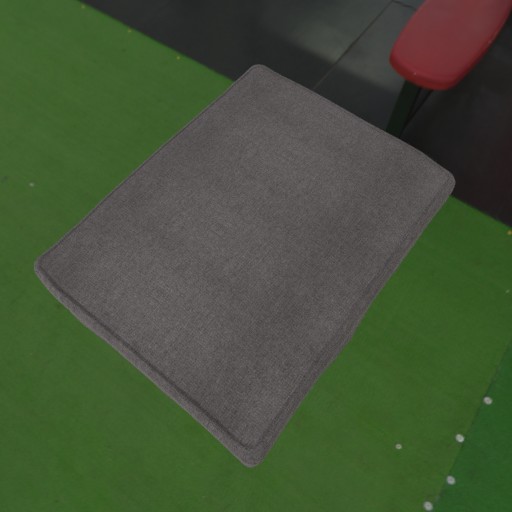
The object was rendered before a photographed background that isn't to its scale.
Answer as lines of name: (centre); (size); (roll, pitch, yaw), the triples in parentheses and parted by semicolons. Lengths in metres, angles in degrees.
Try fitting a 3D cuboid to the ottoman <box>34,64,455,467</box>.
ottoman: (0.000, 0.000, 1.195); (0.652, 0.492, 0.833); (35, 69, 16)
